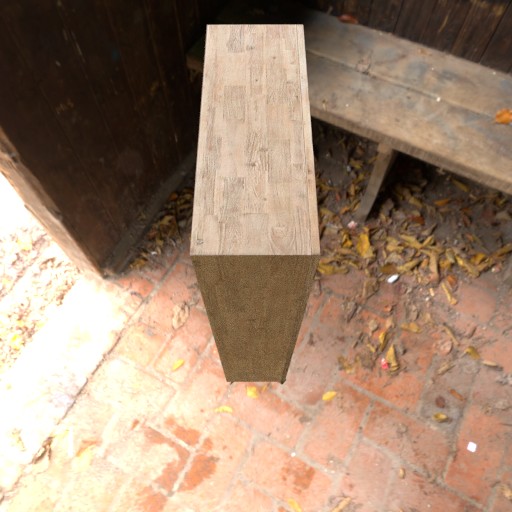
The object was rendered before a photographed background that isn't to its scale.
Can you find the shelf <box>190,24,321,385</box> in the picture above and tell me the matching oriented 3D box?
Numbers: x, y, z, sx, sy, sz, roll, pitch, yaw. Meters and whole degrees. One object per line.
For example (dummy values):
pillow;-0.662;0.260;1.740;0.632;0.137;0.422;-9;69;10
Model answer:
shelf;0.000;0.000;1.763;0.308;1.471;0.748;0;63;0
